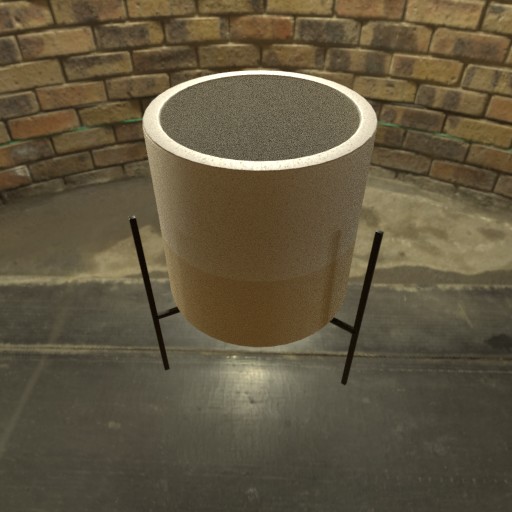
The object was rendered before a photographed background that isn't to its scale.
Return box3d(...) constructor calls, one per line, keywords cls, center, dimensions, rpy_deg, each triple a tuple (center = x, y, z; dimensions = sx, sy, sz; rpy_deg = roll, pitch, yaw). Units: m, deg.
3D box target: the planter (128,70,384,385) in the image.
box3d(cls="planter", center=(0.000, 0.000, 0.556), dimensions=(0.267, 0.362, 0.263), rpy_deg=(-26, 48, -26))
